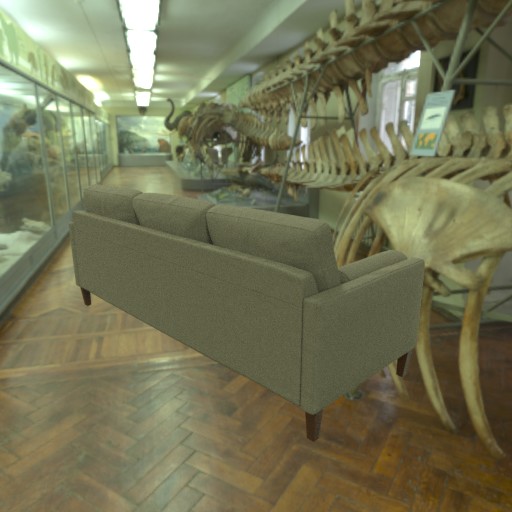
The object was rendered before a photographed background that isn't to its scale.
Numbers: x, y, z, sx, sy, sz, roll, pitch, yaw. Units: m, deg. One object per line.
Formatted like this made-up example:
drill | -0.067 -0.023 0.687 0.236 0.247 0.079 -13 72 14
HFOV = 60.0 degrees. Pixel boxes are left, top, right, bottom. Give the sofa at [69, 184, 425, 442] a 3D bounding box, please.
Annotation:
sofa | 0.000 0.000 2.844 1.506 0.875 2.178 -14 20 -42
